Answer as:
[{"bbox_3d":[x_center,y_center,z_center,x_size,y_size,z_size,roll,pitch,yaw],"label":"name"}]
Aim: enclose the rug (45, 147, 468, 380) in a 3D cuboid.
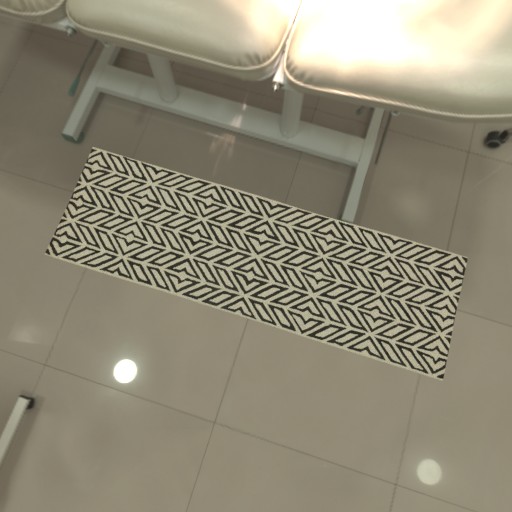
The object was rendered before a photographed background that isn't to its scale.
[{"bbox_3d":[0.000,0.000,2.666,2.435,0.009,0.750,17,76,4],"label":"rug"}]
